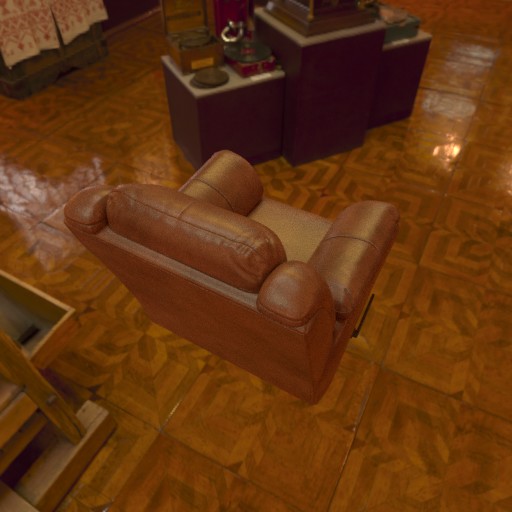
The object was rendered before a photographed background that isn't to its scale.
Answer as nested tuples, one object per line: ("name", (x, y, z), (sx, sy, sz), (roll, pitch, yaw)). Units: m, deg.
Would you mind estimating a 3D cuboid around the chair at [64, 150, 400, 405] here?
("chair", (0.000, 0.000, 1.914), (0.990, 1.093, 1.041), (23, 50, 20))
